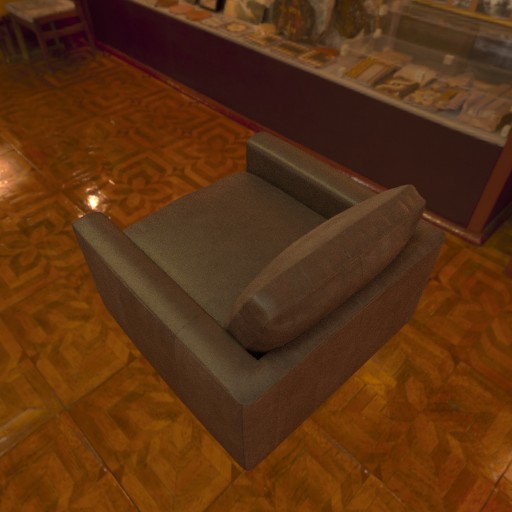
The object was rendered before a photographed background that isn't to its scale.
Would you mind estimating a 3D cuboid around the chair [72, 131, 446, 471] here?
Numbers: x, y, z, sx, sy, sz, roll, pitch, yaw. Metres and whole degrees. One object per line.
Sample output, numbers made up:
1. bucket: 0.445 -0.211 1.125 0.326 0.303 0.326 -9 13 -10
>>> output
1. chair: 0.000 0.000 1.847 1.100 0.812 1.069 -33 54 -28
